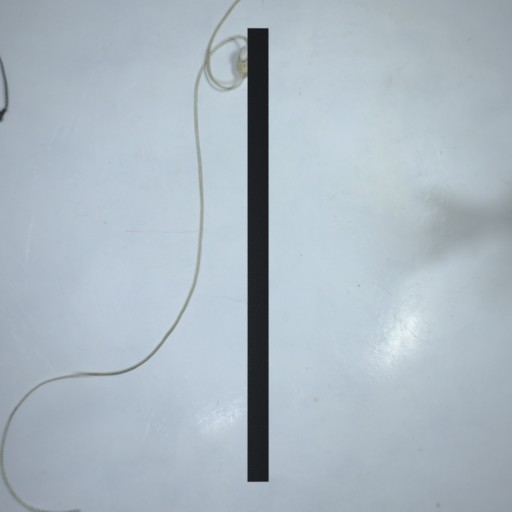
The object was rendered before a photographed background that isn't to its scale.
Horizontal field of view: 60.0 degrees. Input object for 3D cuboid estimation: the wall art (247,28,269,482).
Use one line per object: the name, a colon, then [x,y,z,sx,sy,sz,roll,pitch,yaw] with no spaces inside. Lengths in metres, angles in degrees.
wall art: [0.000,0.000,1.116,0.036,0.755,0.756,0,89,-1]
